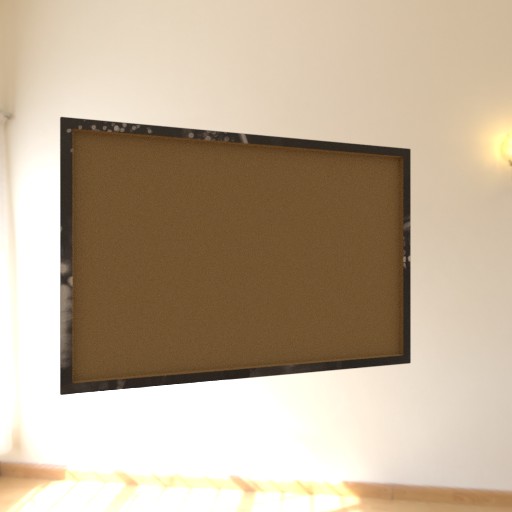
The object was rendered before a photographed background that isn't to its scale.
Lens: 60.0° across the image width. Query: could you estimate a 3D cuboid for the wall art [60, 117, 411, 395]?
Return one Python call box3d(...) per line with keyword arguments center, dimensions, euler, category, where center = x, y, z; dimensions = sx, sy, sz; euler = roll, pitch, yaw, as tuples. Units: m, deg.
box3d(center=(0.000, 0.000, 1.129), dimensions=(0.914, 0.609, 0.038), euler=(0, 0, -18), category="wall art")
